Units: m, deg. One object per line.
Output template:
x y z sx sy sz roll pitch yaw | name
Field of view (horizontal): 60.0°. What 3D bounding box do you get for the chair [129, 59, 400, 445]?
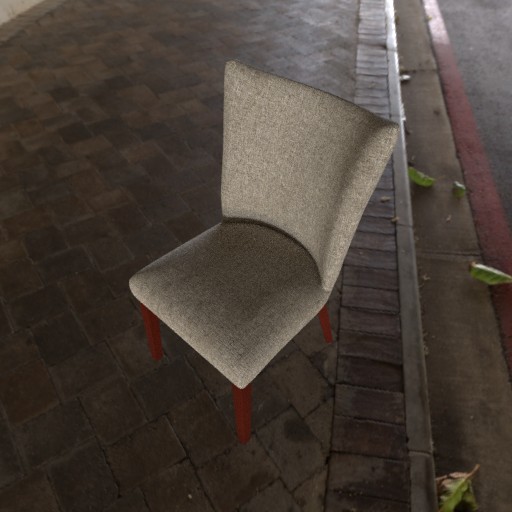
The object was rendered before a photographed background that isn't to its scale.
0.000 0.000 1.332 0.535 0.924 0.623 34 55 28 | chair
